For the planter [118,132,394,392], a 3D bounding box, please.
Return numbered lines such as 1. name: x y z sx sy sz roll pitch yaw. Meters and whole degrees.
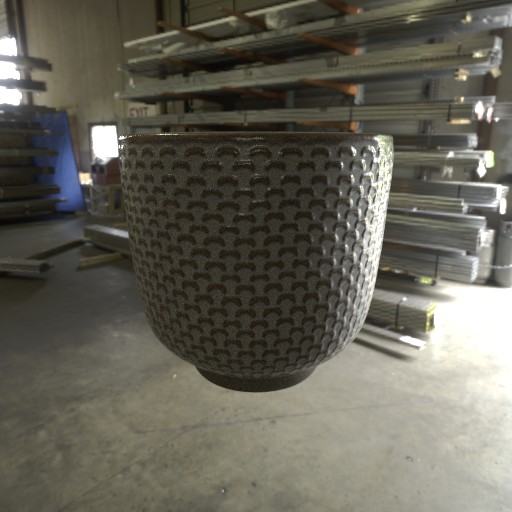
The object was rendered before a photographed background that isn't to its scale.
1. planter: 0.000 0.000 0.247 0.139 0.130 0.139 0 14 0
